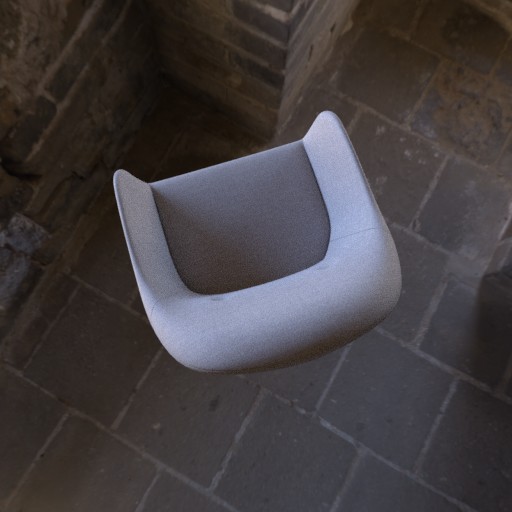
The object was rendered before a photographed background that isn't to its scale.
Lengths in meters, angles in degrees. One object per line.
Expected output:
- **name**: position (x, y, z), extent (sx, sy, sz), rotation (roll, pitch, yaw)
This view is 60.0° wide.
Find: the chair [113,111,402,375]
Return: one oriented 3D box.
- **chair**: position (0.000, 0.000, 1.153), extent (0.540, 0.780, 0.570), rotation (-17, 77, -4)
